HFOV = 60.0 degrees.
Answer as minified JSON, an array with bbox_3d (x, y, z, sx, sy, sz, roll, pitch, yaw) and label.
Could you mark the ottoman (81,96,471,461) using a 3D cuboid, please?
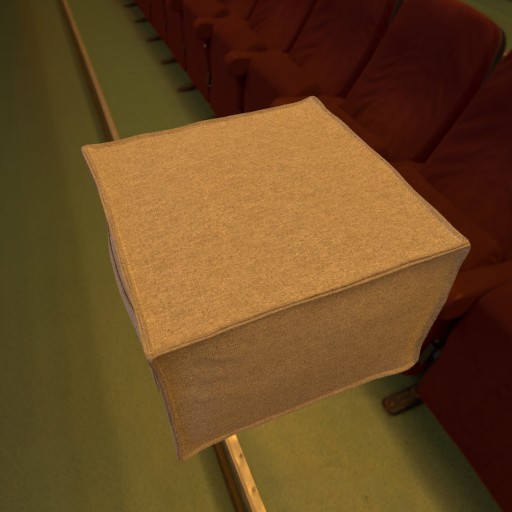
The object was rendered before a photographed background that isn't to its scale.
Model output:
[{"bbox_3d":[0.000,0.000,1.154,0.696,0.470,0.707,-17,49,-16],"label":"ottoman"}]
